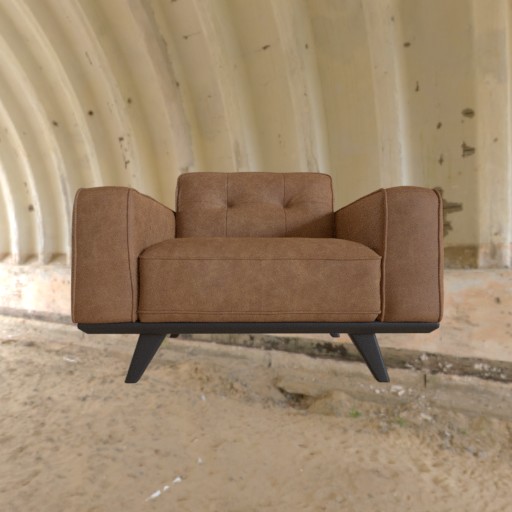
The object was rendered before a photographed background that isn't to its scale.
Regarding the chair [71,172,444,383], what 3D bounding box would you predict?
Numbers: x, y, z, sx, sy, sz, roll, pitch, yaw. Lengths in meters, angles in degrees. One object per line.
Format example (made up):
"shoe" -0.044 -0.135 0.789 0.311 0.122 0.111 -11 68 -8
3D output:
"chair" 0.000 0.000 1.745 1.118 0.782 0.952 0 0 -1
